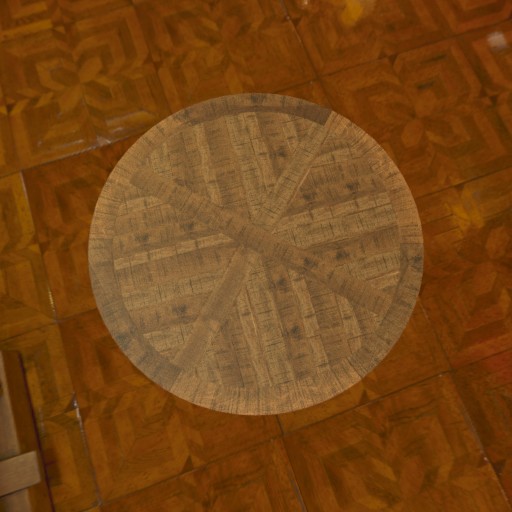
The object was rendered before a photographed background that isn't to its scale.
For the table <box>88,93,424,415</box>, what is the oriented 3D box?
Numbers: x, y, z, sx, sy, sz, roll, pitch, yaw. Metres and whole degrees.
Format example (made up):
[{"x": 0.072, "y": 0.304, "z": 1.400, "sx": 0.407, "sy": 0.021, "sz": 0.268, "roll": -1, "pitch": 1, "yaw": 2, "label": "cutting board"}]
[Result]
[{"x": 0.000, "y": 0.000, "z": 1.920, "sx": 1.264, "sy": 0.516, "sz": 1.264, "roll": 0, "pitch": 75, "yaw": 0, "label": "table"}]
